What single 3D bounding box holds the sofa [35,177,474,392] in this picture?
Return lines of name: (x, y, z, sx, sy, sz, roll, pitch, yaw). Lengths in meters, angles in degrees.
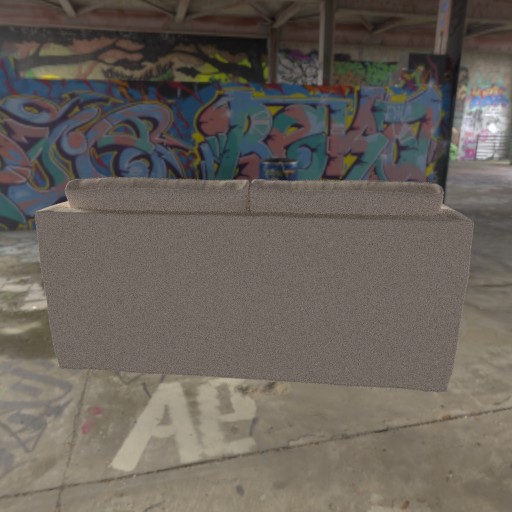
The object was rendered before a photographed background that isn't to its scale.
sofa: (0.000, 0.000, 2.227, 1.746, 0.834, 0.962, 2, 16, 6)
